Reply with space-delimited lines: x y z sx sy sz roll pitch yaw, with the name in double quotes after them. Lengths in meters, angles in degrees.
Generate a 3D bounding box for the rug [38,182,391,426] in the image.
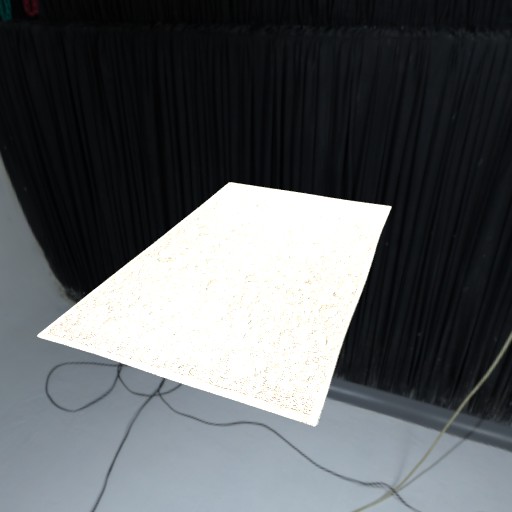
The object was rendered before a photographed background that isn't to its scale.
0.000 0.000 3.070 1.529 0.012 2.435 11 32 19 "rug"
